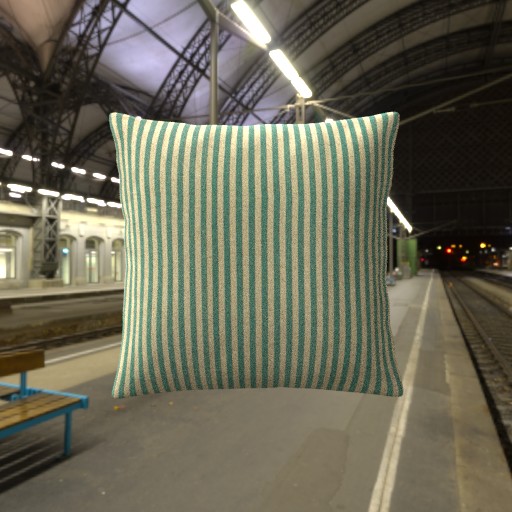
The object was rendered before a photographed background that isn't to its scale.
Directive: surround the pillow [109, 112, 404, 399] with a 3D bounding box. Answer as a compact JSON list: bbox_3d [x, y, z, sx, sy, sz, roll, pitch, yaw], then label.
[{"bbox_3d":[0.000,0.000,0.791,0.523,0.510,0.166,0,-1,1],"label":"pillow"}]
